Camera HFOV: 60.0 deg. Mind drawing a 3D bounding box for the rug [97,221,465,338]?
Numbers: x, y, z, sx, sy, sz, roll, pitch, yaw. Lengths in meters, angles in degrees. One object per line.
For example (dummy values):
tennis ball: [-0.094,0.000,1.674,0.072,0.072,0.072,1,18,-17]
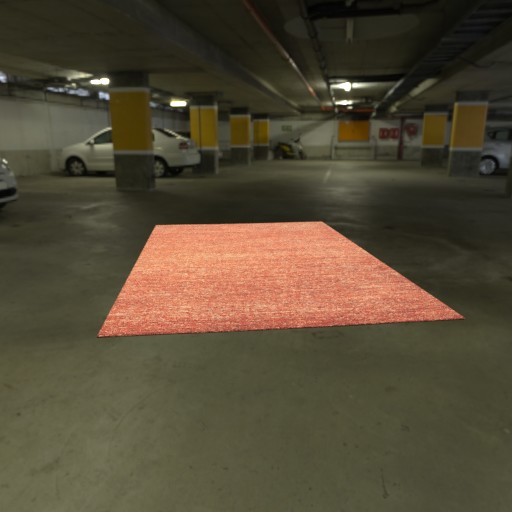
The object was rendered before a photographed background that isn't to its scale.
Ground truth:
rug: [0.000,0.000,2.184,1.139,0.011,1.747,-2,15,-7]
